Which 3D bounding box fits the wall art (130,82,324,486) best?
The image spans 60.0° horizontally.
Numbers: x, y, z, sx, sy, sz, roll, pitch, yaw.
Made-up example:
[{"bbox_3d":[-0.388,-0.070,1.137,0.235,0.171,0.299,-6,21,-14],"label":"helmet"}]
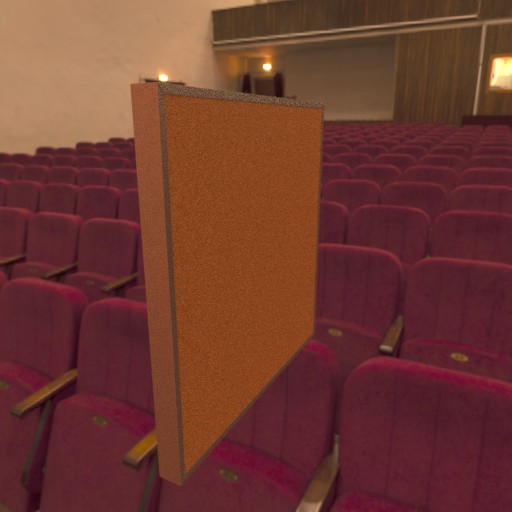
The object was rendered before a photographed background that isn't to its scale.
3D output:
[{"bbox_3d":[0.000,0.000,0.514,0.028,0.349,0.349,8,18,27],"label":"wall art"}]
